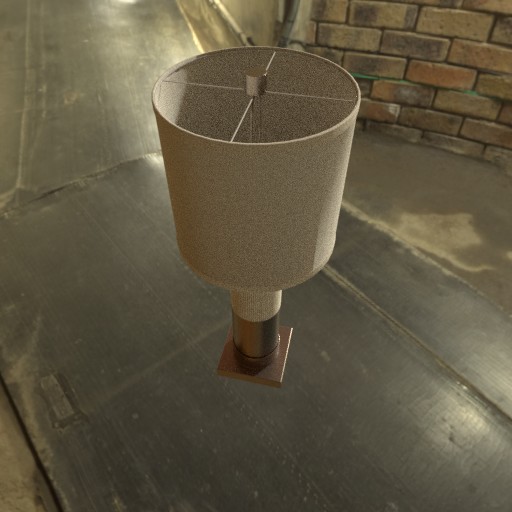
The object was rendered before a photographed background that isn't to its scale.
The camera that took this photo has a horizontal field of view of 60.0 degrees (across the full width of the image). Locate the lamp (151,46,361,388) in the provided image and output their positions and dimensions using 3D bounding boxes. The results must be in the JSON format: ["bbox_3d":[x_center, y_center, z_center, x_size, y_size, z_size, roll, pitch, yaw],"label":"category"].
[{"bbox_3d":[0.000,0.000,0.606,0.202,0.509,0.202,10,47,9],"label":"lamp"}]
